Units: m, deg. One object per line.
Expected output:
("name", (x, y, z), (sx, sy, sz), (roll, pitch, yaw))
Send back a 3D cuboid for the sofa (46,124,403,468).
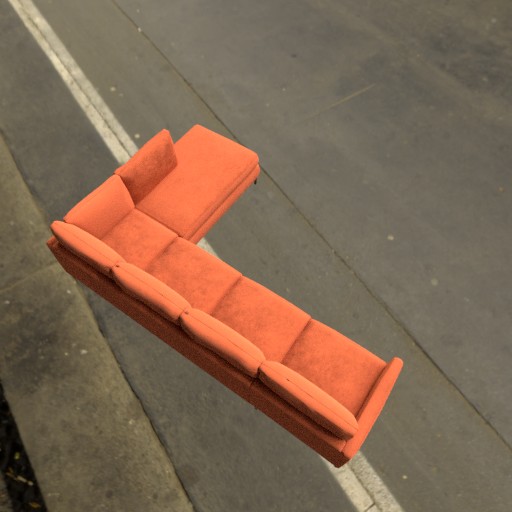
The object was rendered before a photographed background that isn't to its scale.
("sofa", (0.000, 0.000, 3.576), (2.736, 0.757, 1.879), (31, 63, 18))
